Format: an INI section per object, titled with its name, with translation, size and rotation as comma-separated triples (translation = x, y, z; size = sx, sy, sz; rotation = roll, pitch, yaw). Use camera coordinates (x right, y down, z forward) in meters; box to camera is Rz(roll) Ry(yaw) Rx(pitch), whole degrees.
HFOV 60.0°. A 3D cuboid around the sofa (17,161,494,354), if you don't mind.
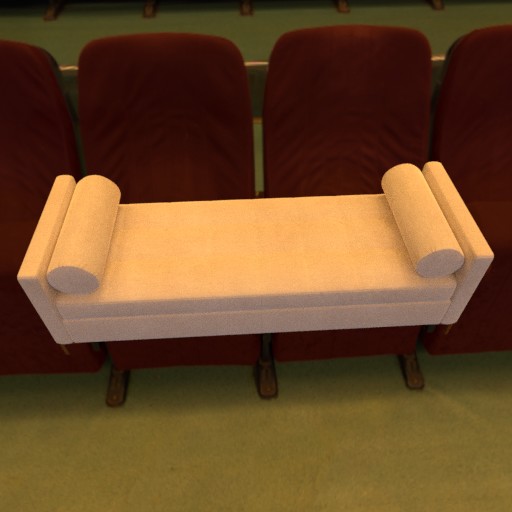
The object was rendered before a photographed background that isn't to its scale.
[sofa]
translation = 0.000, 0.000, 2.270
size = 1.981, 0.635, 0.686
rotation = -3, 47, -2
